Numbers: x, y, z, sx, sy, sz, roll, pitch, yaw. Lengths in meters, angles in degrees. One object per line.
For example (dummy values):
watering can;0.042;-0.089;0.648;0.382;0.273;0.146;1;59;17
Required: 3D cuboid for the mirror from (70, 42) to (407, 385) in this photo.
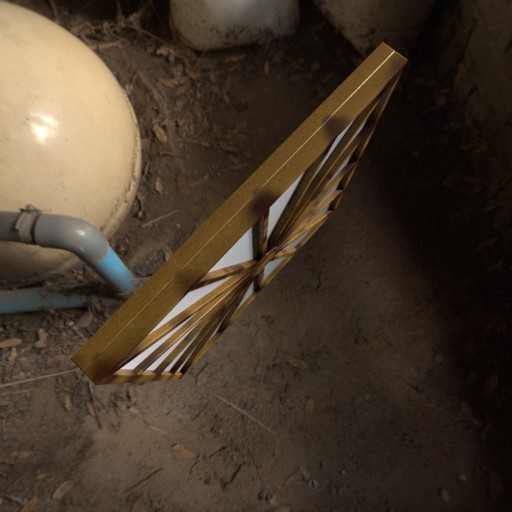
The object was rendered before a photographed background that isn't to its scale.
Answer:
mirror;0.000;0.000;0.733;0.042;0.507;0.509;41;79;10
